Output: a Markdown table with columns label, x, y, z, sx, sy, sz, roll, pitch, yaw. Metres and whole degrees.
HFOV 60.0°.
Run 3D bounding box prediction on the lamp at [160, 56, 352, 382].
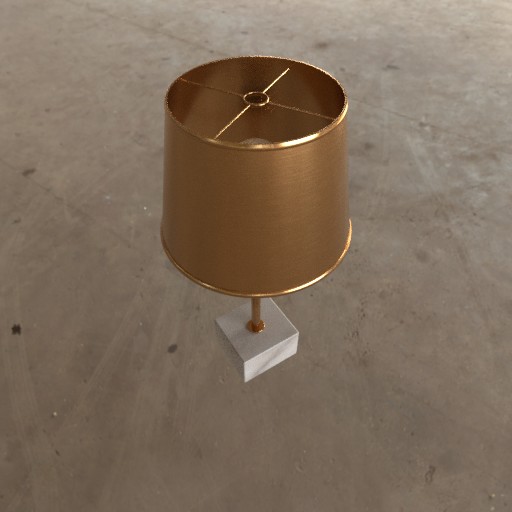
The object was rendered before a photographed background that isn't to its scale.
| label | x | y | z | sx | sy | sz | roll | pitch | yaw |
| --- | --- | --- | --- | --- | --- | --- | --- | --- | --- |
| lamp | 0.000 | 0.000 | 0.527 | 0.208 | 0.406 | 0.208 | 0 | 47 | 0 |
